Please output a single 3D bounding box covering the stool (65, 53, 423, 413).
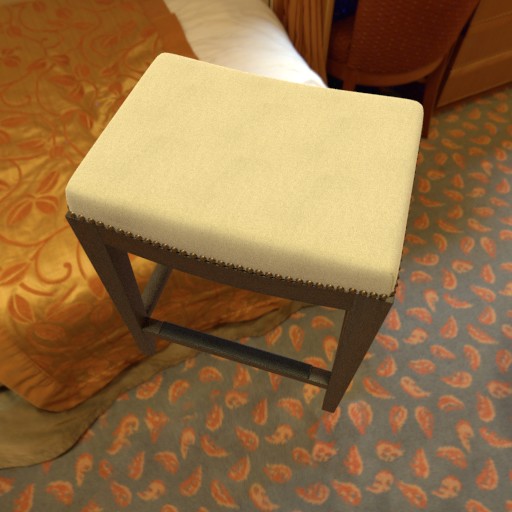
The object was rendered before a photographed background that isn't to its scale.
[{"bbox_3d":[0.000,0.000,0.922,0.500,0.642,0.361,15,59,9],"label":"stool"}]
